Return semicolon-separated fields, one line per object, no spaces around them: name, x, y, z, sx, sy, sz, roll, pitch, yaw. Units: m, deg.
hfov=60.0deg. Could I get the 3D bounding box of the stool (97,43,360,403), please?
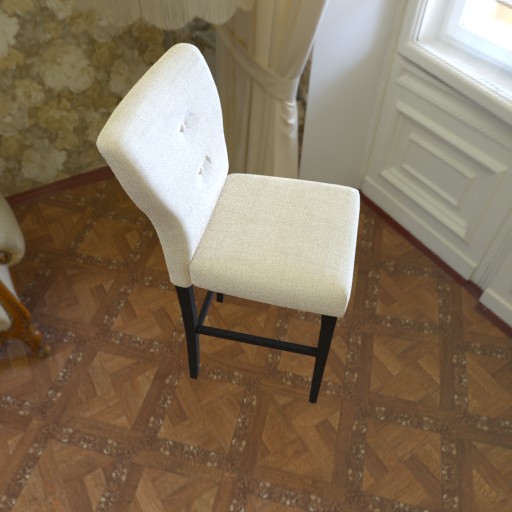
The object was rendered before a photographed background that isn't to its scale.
stool;0.000;0.000;1.441;0.603;1.124;0.516;10;49;8
